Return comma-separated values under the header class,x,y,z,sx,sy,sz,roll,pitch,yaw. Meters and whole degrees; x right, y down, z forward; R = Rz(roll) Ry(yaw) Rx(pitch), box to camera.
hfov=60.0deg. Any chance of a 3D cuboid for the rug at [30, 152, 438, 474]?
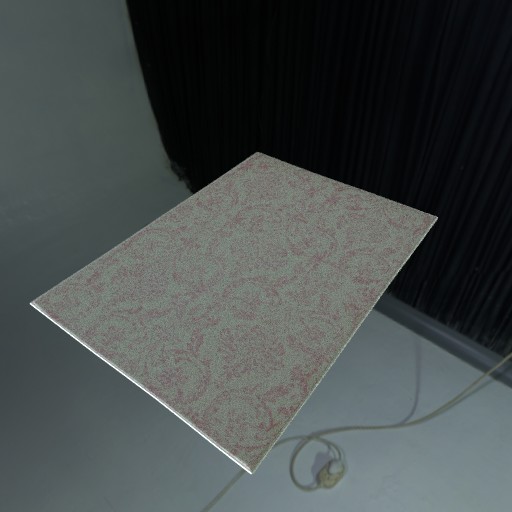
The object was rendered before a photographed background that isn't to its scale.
class,x,y,z,sx,sy,sz,roll,pitch,yaw
rug,0.000,0.000,2.847,1.598,0.014,2.202,26,48,26
